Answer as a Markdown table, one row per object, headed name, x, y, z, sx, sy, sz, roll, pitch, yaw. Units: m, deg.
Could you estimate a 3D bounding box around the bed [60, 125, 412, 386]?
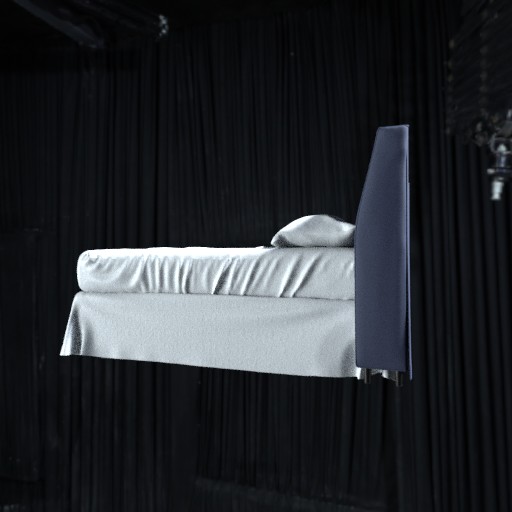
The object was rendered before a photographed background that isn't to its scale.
| name | x | y | z | sx | sy | sz | roll | pitch | yaw |
| --- | --- | --- | --- | --- | --- | --- | --- | --- | --- |
| bed | 0.000 | 0.000 | 3.446 | 2.276 | 1.332 | 1.925 | 0 | 0 | 19 |
